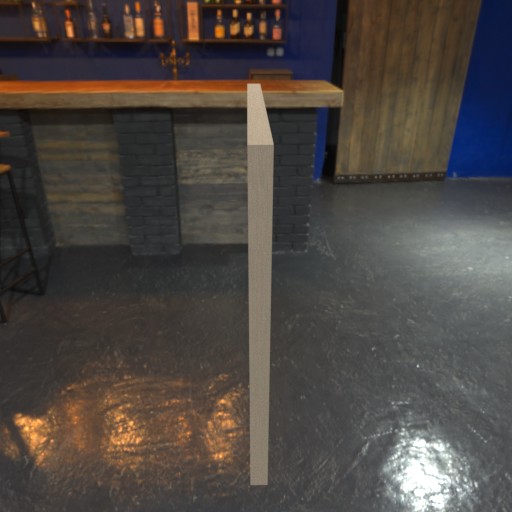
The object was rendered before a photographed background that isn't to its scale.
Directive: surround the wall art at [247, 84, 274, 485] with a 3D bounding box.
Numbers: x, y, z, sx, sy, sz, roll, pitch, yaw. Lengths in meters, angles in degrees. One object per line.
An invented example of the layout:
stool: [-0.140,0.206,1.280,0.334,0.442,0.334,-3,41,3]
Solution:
wall art: [0.000,0.000,1.154,0.038,0.758,0.761,0,27,-1]
